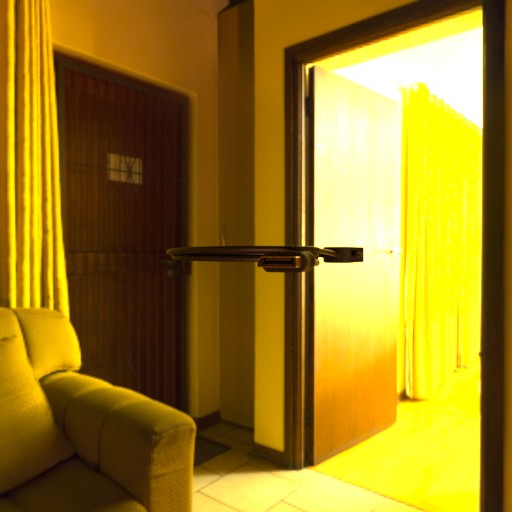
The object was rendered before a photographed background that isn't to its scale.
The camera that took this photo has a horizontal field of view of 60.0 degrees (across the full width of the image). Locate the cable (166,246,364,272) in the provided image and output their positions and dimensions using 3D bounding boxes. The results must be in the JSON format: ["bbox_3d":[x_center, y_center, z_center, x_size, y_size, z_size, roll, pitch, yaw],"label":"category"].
[{"bbox_3d":[0.000,0.000,0.334,0.136,0.015,0.281,0,1,19],"label":"cable"}]
